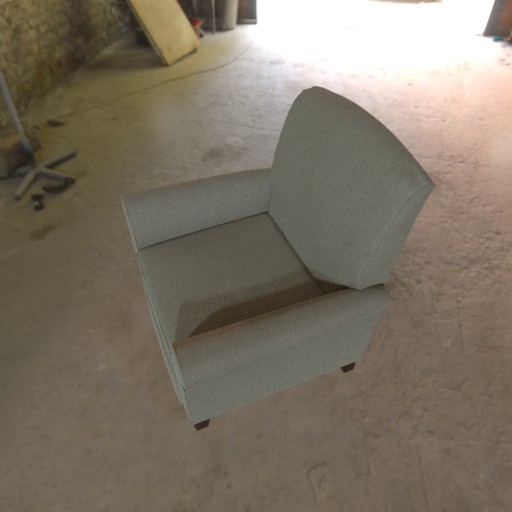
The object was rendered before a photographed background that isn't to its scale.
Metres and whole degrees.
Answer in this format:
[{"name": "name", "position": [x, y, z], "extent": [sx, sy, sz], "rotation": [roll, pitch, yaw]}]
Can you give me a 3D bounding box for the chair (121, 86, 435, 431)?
[{"name": "chair", "position": [0.000, 0.000, 1.784], "extent": [0.905, 1.061, 0.978], "rotation": [-16, 47, -16]}]
